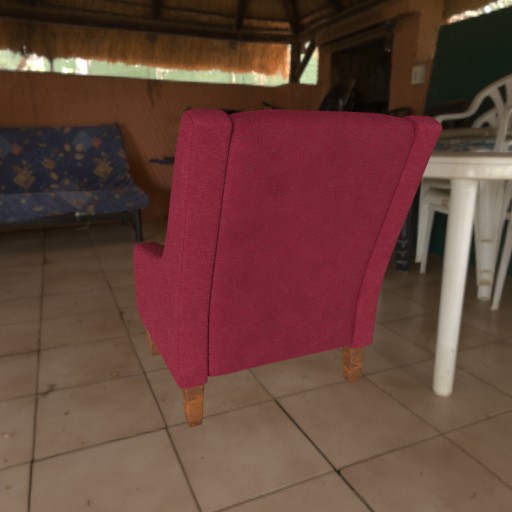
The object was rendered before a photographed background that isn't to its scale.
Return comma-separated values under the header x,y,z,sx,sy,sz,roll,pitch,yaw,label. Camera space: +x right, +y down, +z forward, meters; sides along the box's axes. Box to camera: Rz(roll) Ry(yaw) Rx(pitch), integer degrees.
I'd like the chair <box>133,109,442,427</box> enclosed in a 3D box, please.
x,y,z,sx,sy,sz,roll,pitch,yaw,label
0.000,0.000,1.708,0.793,1.017,0.985,-7,16,-24,chair
